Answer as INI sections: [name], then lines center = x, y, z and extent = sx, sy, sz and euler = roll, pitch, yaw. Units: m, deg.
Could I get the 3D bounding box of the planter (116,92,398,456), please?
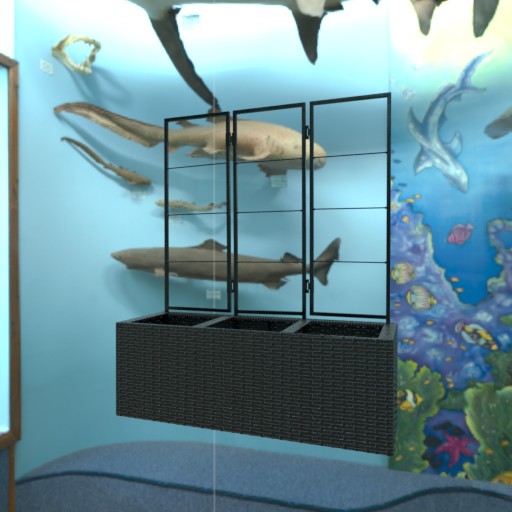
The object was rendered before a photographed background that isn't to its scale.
[planter]
center = 0.000, 0.000, 1.157
extent = 0.699, 0.841, 0.244
euler = 0, 0, 20
